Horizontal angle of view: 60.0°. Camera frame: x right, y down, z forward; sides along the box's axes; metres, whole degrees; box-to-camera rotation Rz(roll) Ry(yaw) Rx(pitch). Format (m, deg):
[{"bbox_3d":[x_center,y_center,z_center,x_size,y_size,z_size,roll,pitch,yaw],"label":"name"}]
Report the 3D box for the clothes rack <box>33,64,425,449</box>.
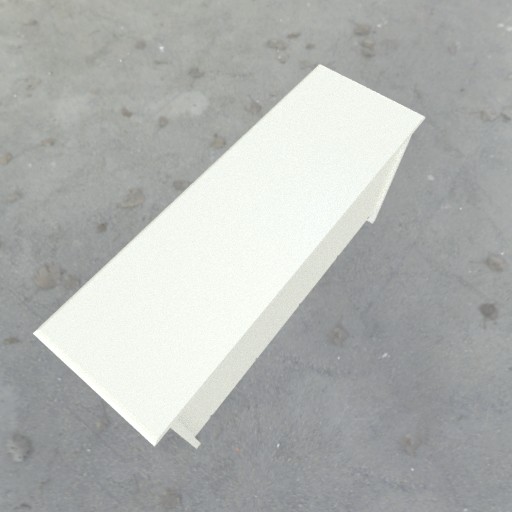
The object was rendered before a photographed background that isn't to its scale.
[{"bbox_3d":[0.000,0.000,1.463,0.405,0.558,1.218,35,67,17],"label":"clothes rack"}]
